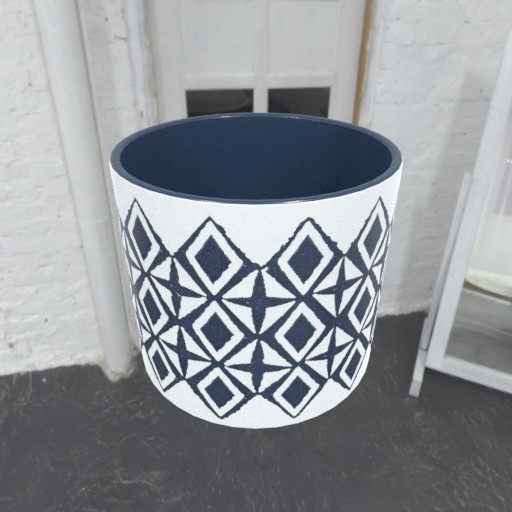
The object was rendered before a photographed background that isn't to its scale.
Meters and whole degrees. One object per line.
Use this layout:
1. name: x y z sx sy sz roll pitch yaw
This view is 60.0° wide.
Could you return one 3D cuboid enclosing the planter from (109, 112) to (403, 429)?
1. planter: 0.000 0.000 0.324 0.182 0.165 0.182 0 31 0
